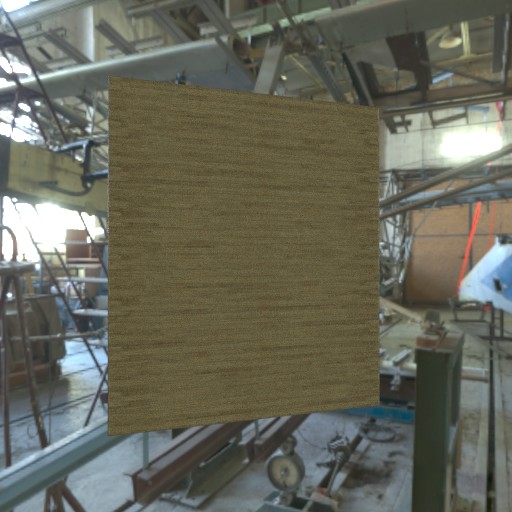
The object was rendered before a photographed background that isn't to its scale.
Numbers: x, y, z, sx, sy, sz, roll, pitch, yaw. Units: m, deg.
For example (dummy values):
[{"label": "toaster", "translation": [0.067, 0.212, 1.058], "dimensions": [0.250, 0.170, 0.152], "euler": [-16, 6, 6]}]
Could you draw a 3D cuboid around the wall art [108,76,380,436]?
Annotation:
[{"label": "wall art", "translation": [0.000, 0.000, 0.762], "dimensions": [0.483, 0.559, 0.009], "euler": [0, 0, -17]}]
